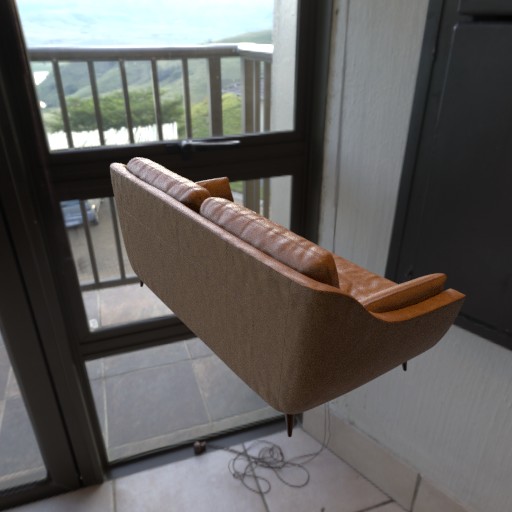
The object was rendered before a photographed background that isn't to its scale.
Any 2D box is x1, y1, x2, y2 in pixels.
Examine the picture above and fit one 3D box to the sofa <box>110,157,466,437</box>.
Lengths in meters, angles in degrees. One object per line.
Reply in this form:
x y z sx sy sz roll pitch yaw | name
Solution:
0.000 0.000 2.389 0.904 0.839 1.902 -19 33 -32 | sofa
